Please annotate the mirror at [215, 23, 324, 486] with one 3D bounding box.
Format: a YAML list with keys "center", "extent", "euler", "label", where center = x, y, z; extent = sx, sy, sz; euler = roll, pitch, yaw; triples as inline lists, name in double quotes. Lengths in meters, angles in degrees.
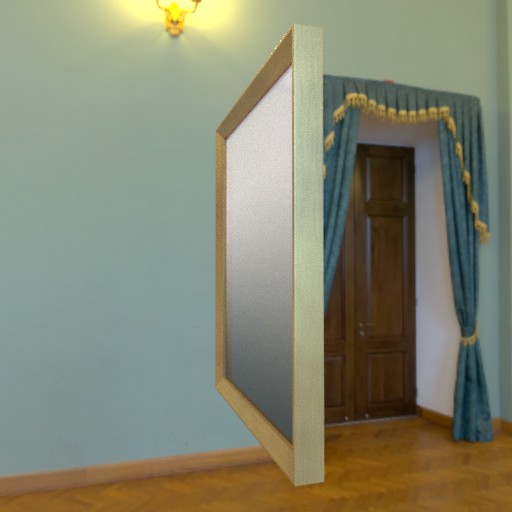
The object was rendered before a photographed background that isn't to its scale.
- center: [0.000, 0.000, 0.685]
  extent: [0.041, 0.509, 0.406]
  euler: [0, -1, -17]
  label: "mirror"
